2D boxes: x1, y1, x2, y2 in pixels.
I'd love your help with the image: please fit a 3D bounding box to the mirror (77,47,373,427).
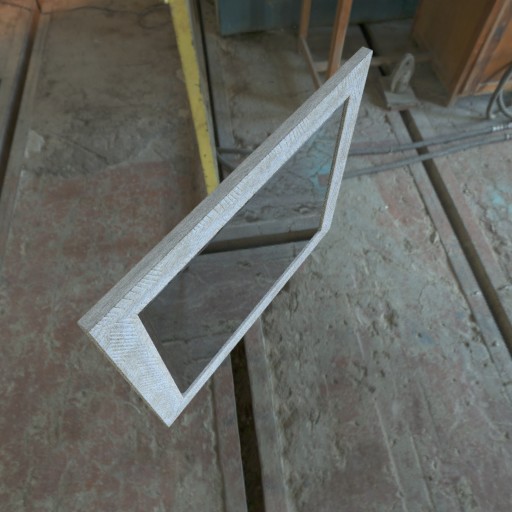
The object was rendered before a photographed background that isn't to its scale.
[{"bbox_3d":[0.000,0.000,1.110,0.028,0.689,0.839,32,64,18],"label":"mirror"}]
